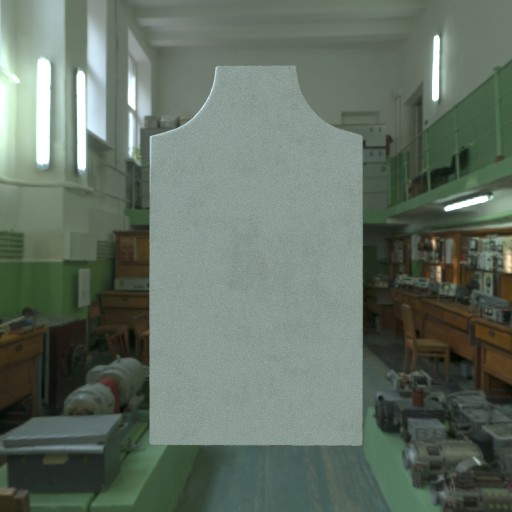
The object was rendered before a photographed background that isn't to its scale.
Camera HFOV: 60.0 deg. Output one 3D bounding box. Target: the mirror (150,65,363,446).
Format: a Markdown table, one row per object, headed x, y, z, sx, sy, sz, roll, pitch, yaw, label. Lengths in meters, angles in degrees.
| x | y | z | sx | sy | sz | roll | pitch | yaw | label |
| --- | --- | --- | --- | --- | --- | --- | --- | --- | --- |
| 0.000 | 0.000 | 0.849 | 0.403 | 0.717 | 0.022 | 0 | 0 | 1 | mirror |
